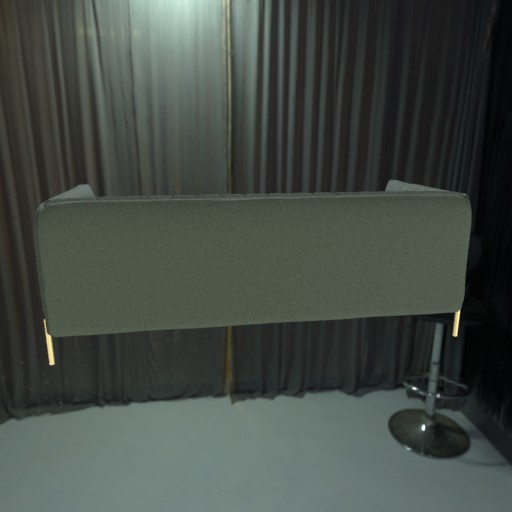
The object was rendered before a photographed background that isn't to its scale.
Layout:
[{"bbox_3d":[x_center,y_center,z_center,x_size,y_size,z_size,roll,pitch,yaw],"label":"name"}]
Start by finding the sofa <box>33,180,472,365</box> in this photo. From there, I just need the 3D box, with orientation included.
[{"bbox_3d":[0.000,0.000,2.534,2.137,0.793,0.896,-2,15,-8],"label":"sofa"}]
